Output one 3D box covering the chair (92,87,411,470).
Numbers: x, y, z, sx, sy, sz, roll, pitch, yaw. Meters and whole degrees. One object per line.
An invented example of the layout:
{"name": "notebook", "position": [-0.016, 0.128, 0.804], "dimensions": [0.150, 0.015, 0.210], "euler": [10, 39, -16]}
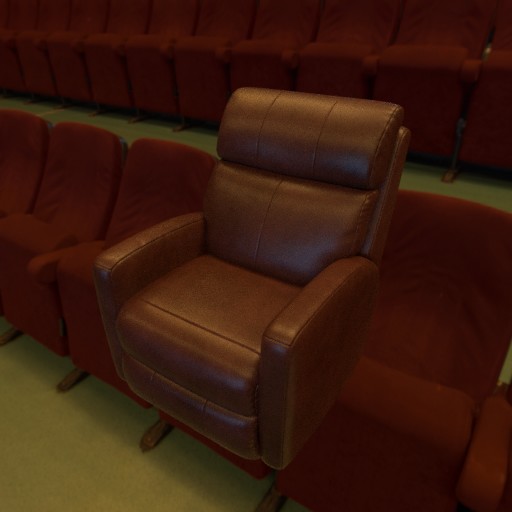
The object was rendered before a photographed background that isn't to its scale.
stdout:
{"name": "chair", "position": [0.000, 0.000, 1.606], "dimensions": [0.787, 1.016, 0.939], "euler": [18, 34, 29]}
